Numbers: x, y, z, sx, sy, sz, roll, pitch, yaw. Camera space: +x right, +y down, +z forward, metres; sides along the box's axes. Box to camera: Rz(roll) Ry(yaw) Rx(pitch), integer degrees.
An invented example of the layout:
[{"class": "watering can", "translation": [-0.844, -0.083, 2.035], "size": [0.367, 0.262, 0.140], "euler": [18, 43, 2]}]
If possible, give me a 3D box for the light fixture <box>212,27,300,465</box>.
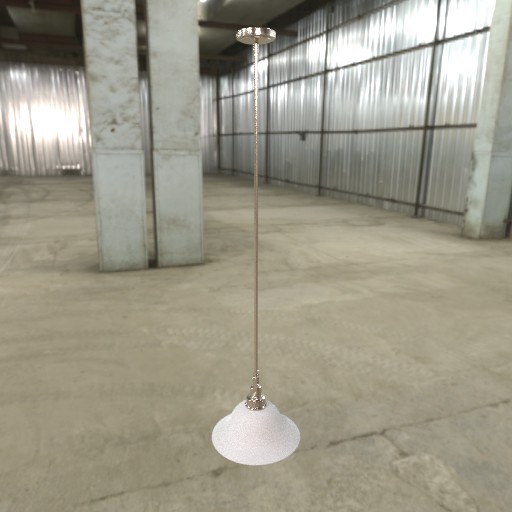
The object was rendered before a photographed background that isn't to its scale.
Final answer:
[{"class": "light fixture", "translation": [0.000, 0.000, 1.465], "size": [0.324, 1.354, 0.324], "euler": [2, 14, 7]}]
